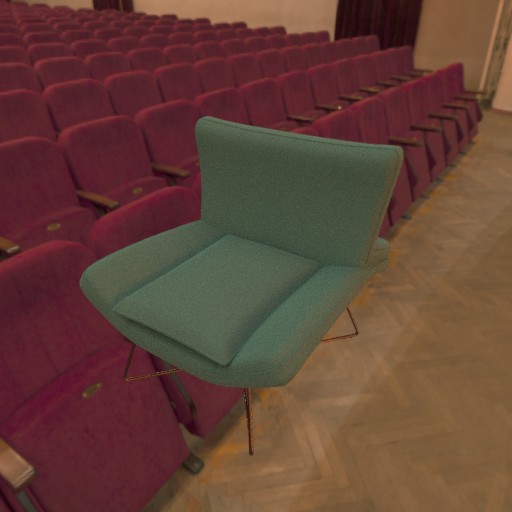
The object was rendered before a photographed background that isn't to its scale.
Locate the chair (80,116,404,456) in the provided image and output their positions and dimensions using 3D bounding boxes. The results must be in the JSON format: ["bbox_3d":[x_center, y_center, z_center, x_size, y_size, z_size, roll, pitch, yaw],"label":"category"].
[{"bbox_3d":[0.000,0.000,1.680,0.859,0.855,1.008,18,34,29],"label":"chair"}]
